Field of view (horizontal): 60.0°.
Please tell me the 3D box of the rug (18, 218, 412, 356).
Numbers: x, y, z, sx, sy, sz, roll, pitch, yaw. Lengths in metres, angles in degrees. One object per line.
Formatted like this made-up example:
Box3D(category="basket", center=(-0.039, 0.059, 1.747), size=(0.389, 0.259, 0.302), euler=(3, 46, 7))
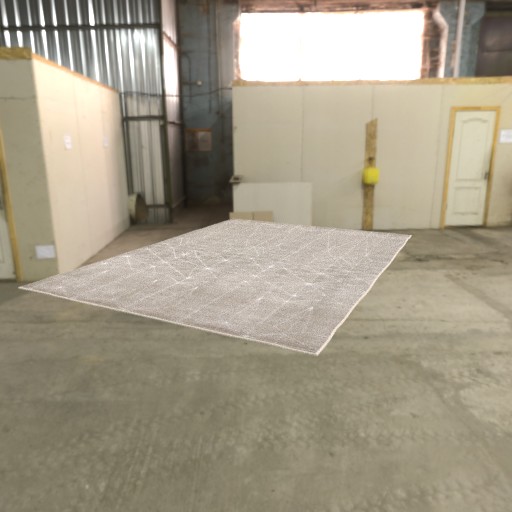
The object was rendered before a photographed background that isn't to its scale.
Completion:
Box3D(category="rug", center=(0.000, 0.000, 4.344), size=(2.449, 0.019, 3.357), euler=(8, 17, 26))
